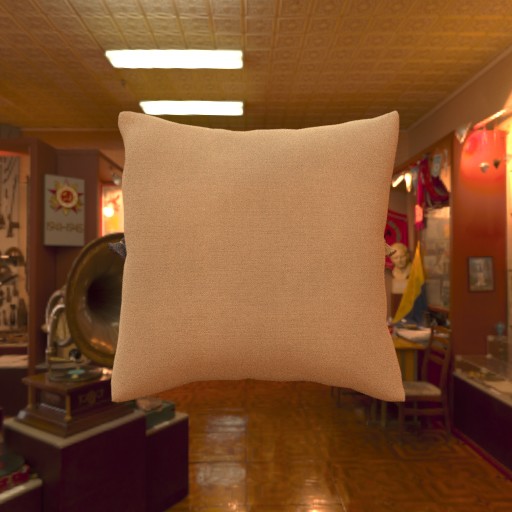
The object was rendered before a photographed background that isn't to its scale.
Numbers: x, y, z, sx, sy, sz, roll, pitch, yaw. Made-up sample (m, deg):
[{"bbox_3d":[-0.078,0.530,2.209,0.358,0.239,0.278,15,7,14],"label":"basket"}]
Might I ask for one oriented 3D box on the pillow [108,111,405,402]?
[{"bbox_3d":[0.000,0.000,0.749,0.489,0.481,0.165,0,-1,1],"label":"pillow"}]
